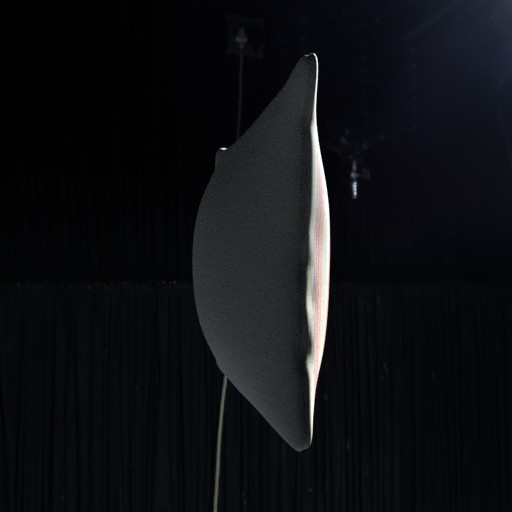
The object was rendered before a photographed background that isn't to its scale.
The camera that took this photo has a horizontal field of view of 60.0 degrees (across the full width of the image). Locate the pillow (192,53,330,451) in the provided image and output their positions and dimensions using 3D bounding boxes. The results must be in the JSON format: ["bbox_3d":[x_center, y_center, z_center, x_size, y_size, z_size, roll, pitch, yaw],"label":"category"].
[{"bbox_3d":[0.000,0.000,0.701,0.191,0.449,0.451,0,0,-17],"label":"pillow"}]
